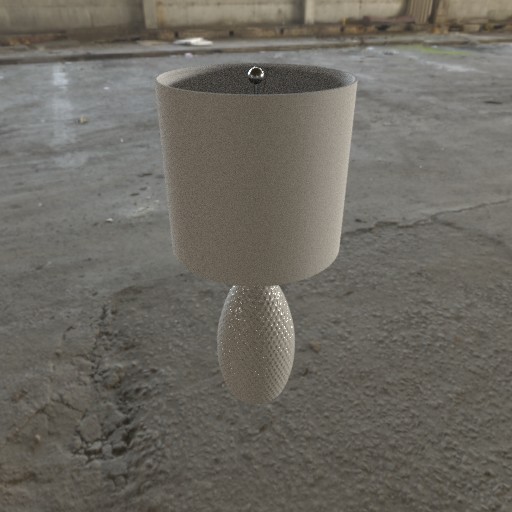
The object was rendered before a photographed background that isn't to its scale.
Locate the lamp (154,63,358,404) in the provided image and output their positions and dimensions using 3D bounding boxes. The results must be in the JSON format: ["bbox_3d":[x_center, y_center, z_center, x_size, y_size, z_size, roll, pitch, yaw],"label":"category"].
[{"bbox_3d":[0.000,0.000,0.590,0.214,0.466,0.214,-11,32,-18],"label":"lamp"}]
